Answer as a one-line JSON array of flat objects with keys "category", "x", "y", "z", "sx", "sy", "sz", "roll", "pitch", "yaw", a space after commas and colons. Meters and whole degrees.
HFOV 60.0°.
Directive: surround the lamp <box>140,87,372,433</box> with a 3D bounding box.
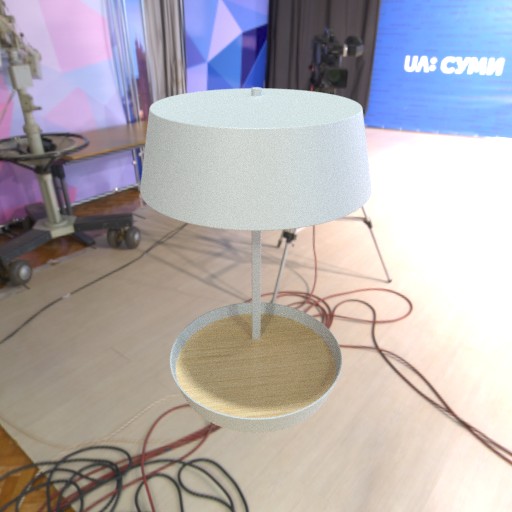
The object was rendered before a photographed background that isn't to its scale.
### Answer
[{"category": "lamp", "x": 0.000, "y": 0.000, "z": 0.624, "sx": 0.291, "sy": 0.429, "sz": 0.291, "roll": 0, "pitch": 29, "yaw": 0}]
